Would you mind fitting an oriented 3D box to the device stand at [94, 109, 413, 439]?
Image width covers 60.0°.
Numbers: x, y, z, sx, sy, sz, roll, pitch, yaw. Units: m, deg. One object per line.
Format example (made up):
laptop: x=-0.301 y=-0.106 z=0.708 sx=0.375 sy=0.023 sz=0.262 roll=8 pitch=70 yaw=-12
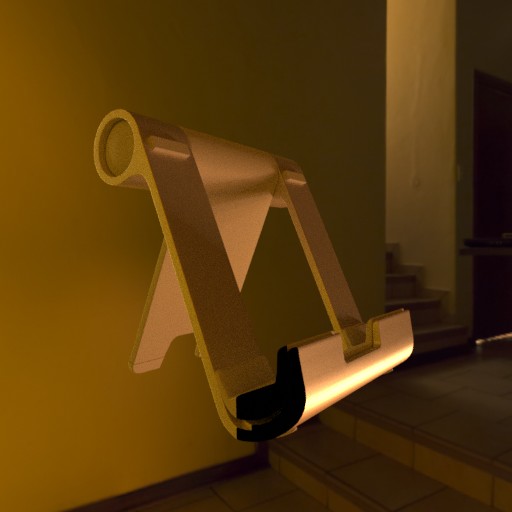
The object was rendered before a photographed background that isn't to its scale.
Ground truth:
device stand: x=0.000 y=0.000 z=0.150 sx=0.079 sy=0.084 sz=0.086 roll=1 pitch=1 yaw=37
